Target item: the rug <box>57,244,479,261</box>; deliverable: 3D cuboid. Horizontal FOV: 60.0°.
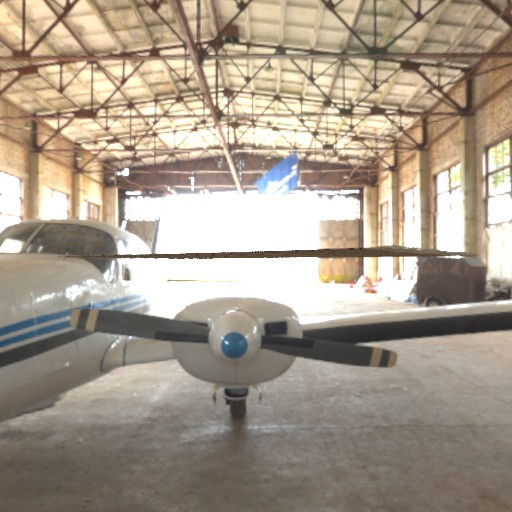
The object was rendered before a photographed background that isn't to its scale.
[{"bbox_3d":[0.000,0.000,2.452,2.023,0.028,1.224,-1,-2,38],"label":"rug"}]
